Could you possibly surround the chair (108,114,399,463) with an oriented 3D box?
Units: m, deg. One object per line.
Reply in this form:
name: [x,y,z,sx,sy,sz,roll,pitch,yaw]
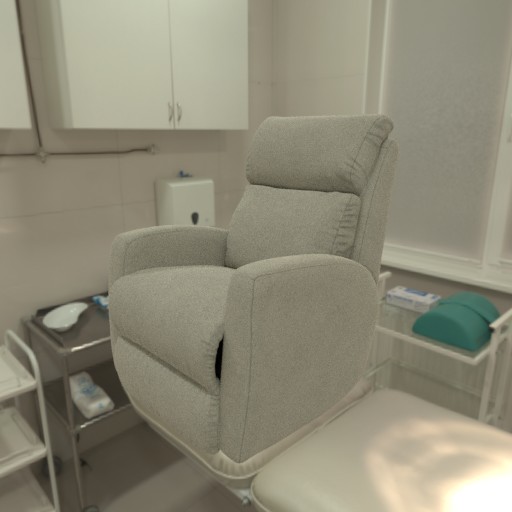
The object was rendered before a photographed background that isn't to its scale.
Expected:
chair: [0.000,0.000,1.657,0.940,1.021,0.794,-15,22,-42]
